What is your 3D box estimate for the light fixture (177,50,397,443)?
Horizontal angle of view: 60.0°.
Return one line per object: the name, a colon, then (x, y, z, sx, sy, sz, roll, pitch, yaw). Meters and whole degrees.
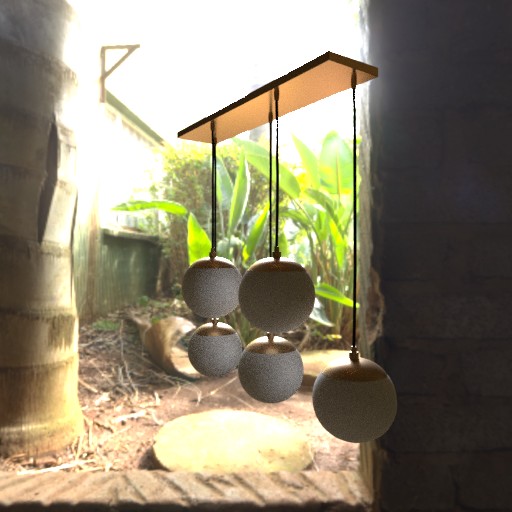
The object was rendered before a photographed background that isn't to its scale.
light fixture: (0.000, 0.000, 1.295, 0.299, 0.869, 0.863, 0, 0, -35)
